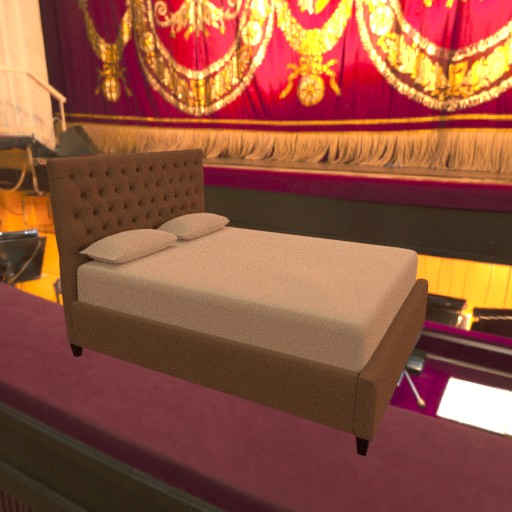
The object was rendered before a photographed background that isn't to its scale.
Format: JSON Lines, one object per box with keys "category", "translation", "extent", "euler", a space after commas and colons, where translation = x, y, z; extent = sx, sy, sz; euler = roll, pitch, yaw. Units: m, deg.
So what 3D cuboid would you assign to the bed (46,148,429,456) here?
{"category": "bed", "translation": [0.000, 0.000, 3.255], "extent": [2.233, 1.426, 1.696], "euler": [9, 18, 27]}
